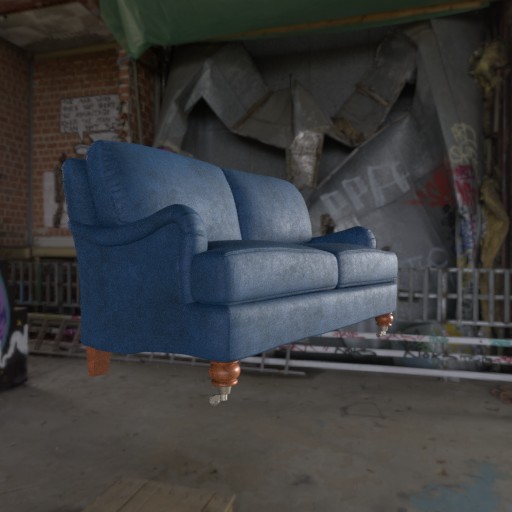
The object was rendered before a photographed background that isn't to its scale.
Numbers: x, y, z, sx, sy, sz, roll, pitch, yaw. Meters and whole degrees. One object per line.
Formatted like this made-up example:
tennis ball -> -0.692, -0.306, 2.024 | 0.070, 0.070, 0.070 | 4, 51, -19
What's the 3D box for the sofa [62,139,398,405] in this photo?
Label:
sofa -> 0.000, 0.000, 2.550 | 1.084, 1.101, 1.853 | 0, 0, 36
